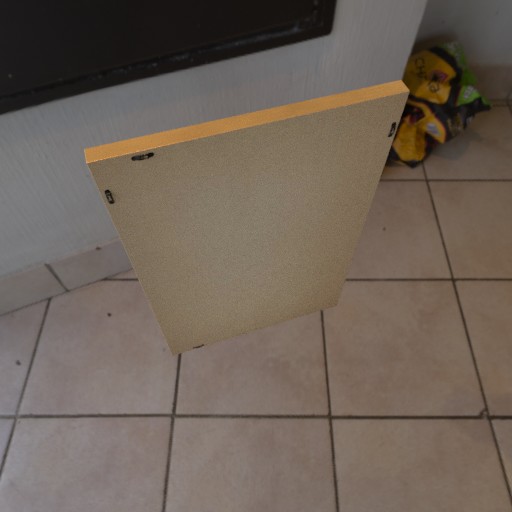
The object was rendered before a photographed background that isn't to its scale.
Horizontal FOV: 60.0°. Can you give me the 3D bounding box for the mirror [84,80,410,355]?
[{"bbox_3d":[0.000,0.000,1.187,0.609,0.915,0.040,-15,58,-10],"label":"mirror"}]
